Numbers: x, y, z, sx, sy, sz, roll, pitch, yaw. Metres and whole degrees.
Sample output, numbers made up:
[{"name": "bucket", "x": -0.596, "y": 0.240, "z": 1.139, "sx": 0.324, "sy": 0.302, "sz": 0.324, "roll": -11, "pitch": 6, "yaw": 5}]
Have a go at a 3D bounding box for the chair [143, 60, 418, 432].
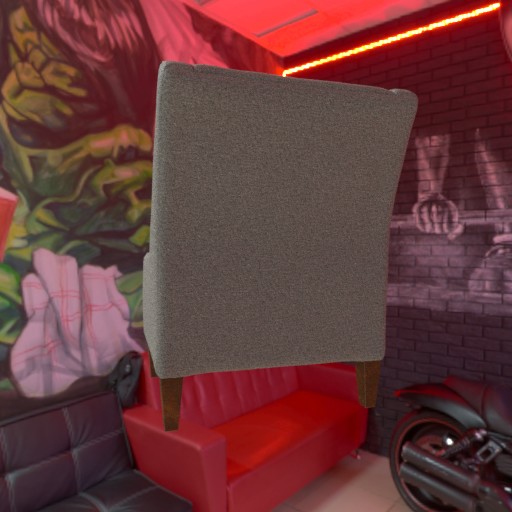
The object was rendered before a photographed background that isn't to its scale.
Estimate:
[{"name": "chair", "x": 0.000, "y": 0.000, "z": 1.611, "sx": 0.774, "sy": 1.016, "sz": 0.870, "roll": 0, "pitch": 1, "yaw": -17}]
